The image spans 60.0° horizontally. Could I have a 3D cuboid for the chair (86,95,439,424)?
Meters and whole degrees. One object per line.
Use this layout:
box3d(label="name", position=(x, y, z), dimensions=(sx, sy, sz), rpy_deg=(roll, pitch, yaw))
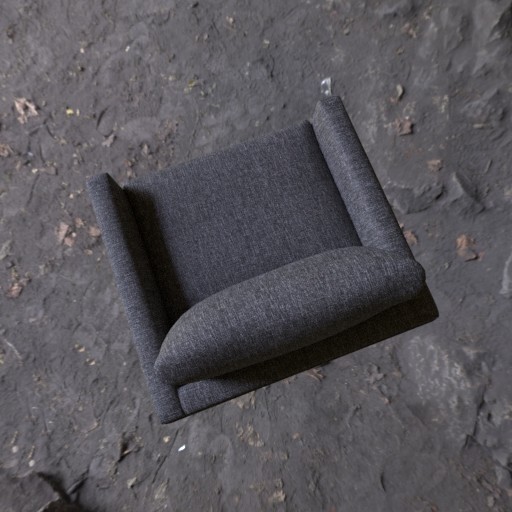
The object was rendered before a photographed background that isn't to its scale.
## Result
box3d(label="chair", position=(0.000, 0.000, 1.634), dimensions=(0.963, 0.861, 0.866), rpy_deg=(-20, 78, -4))
